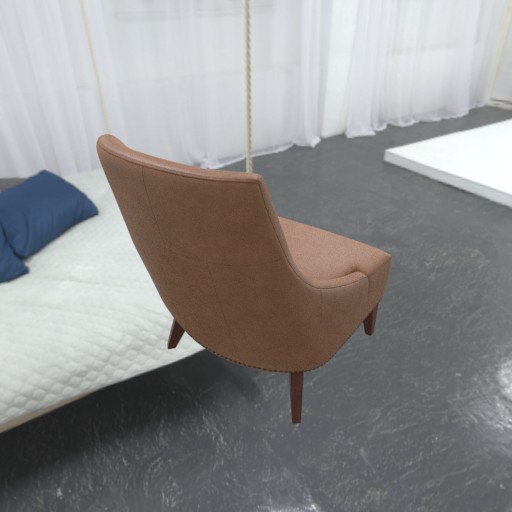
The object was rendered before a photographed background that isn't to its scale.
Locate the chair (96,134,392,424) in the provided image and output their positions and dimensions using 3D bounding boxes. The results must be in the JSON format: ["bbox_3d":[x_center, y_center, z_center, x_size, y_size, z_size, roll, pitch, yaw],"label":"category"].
[{"bbox_3d":[0.000,0.000,1.526,0.701,0.909,0.861,21,37,31],"label":"chair"}]
